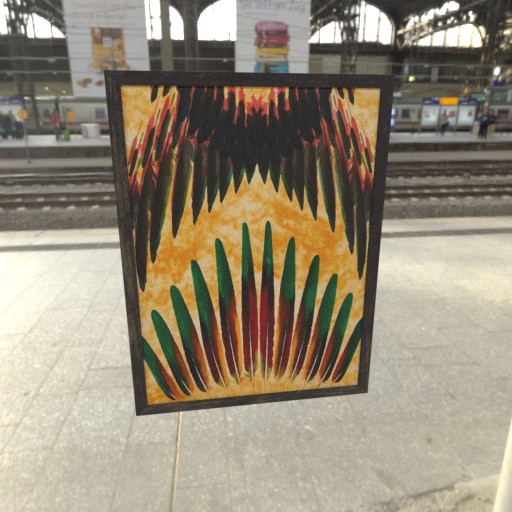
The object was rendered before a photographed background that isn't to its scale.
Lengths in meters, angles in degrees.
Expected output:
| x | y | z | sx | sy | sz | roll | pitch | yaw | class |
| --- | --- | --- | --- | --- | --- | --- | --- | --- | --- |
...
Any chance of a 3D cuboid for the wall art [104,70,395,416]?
| x | y | z | sx | sy | sz | roll | pitch | yaw | class |
| --- | --- | --- | --- | --- | --- | --- | --- | --- | --- |
| 0.000 | 0.000 | 1.391 | 0.812 | 1.066 | 0.029 | -3 | 17 | -9 | wall art |
